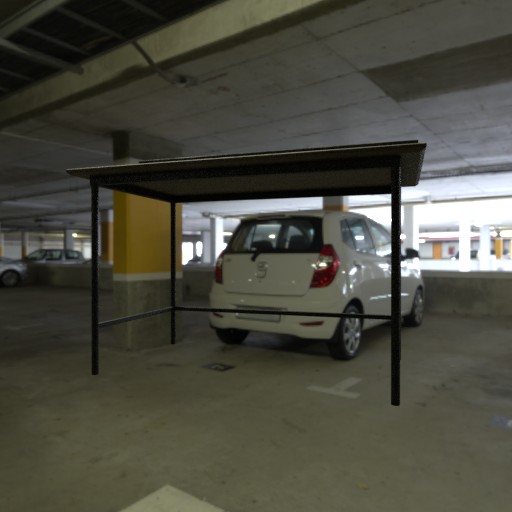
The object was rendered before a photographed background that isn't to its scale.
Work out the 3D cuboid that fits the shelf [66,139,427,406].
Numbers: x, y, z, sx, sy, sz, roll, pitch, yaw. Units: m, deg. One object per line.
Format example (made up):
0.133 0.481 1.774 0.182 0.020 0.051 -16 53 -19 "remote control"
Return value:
0.000 0.000 1.731 1.212 0.865 0.685 0 0 18 "shelf"
